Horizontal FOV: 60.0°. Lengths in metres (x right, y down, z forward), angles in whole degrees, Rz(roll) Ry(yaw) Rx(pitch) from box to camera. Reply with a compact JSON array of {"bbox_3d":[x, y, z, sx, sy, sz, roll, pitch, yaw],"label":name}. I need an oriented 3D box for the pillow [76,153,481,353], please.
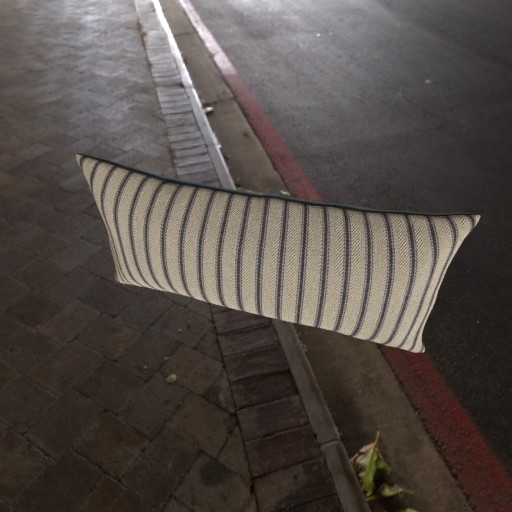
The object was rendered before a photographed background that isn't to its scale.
[{"bbox_3d":[0.000,0.000,0.739,0.609,0.305,0.151,12,43,13],"label":"pillow"}]
